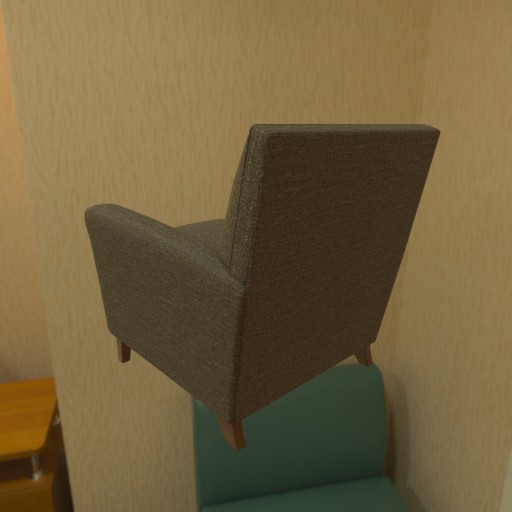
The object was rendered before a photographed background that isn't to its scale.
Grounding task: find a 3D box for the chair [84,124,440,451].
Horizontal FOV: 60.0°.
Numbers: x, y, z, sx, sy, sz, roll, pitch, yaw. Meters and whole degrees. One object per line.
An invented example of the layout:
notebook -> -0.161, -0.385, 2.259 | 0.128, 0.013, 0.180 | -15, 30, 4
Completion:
chair -> 0.000, 0.000, 1.554 | 0.838, 0.885, 0.875 | -15, 22, -41
